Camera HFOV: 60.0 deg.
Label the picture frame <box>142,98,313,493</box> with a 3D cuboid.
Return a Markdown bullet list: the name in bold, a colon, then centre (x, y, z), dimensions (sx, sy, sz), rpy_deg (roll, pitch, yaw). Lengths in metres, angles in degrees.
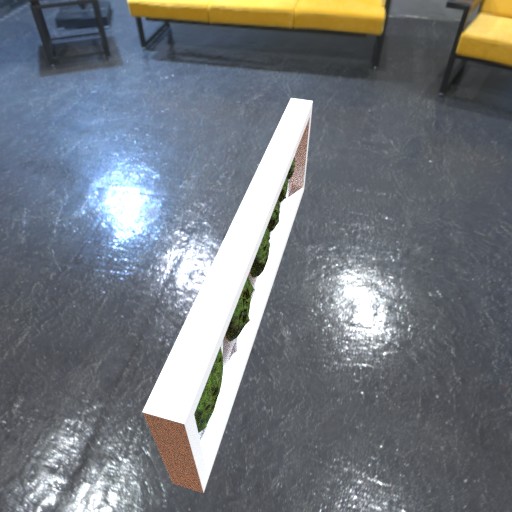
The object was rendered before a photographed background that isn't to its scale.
- **picture frame**: centre (0.000, 0.000, 0.830), dimensions (0.050, 0.250, 0.759), rpy_deg (11, 47, 11)
